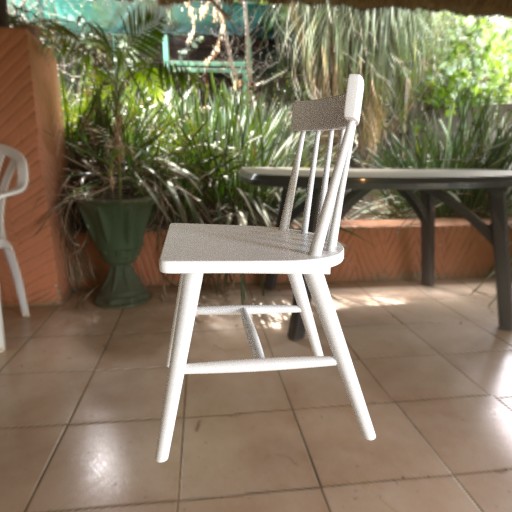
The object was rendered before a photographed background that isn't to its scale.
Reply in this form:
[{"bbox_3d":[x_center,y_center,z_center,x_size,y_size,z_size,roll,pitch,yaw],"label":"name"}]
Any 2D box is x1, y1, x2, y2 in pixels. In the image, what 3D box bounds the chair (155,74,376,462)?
[{"bbox_3d":[0.000,0.000,1.109,0.500,0.787,0.483,-2,13,-8],"label":"chair"}]
